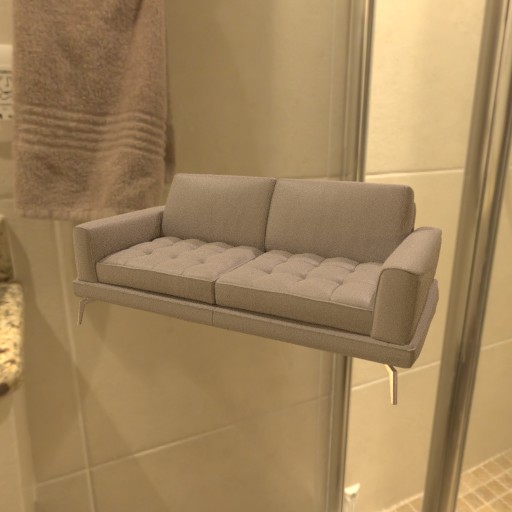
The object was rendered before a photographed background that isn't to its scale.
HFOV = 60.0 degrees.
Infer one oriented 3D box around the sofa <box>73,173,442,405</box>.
[{"bbox_3d":[0.000,0.000,2.839,2.177,0.930,1.121,8,18,25],"label":"sofa"}]
